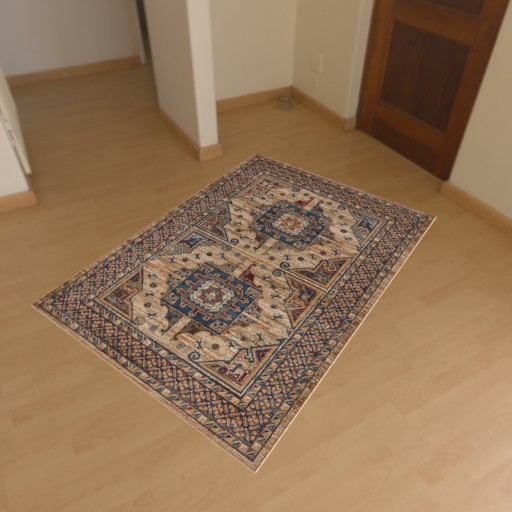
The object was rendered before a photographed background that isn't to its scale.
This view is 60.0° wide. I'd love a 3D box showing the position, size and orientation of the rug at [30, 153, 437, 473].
[{"bbox_3d":[0.000,0.000,2.882,1.611,0.008,2.227,26,48,26],"label":"rug"}]
